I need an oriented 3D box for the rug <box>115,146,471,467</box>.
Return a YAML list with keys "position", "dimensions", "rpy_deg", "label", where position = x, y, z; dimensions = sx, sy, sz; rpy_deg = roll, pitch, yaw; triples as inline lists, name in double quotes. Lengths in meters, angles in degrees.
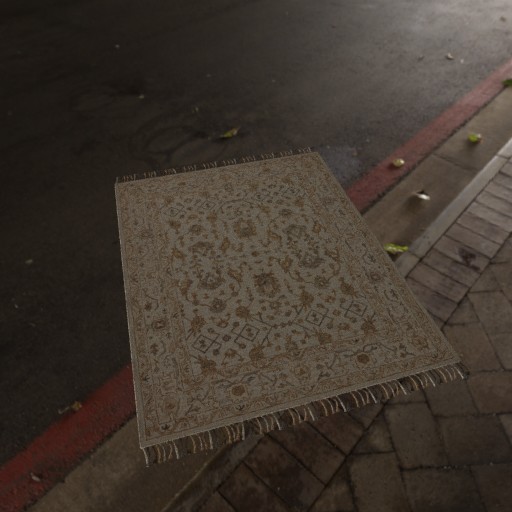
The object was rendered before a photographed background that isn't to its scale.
- position: [0.000, 0.000, 2.192]
  dimensions: [1.278, 0.009, 1.726]
  rpy_deg: [-11, 47, -11]
  label: "rug"
